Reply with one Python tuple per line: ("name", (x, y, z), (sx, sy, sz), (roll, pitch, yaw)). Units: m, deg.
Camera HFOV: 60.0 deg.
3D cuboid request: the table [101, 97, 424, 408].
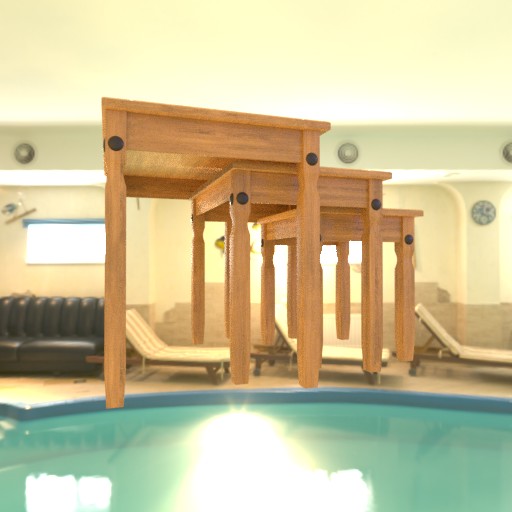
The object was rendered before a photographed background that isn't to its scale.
("table", (0.000, 0.000, 1.185), (0.773, 0.535, 0.660), (0, -1, -18))
